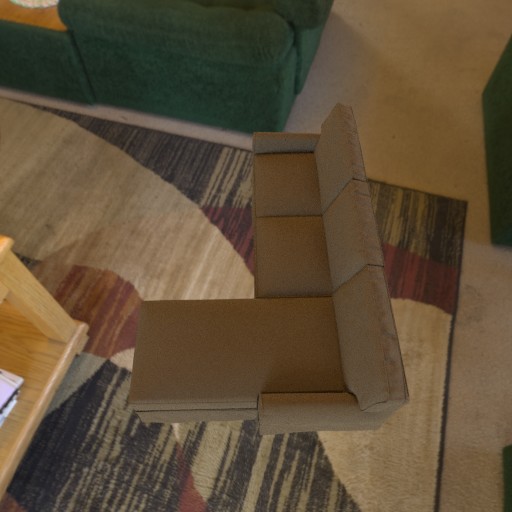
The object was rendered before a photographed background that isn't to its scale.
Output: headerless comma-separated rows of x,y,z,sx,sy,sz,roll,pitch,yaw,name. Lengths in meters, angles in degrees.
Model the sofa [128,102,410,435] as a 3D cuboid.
0.000,0.000,3.401,1.733,0.978,2.475,-1,59,-1,sofa
